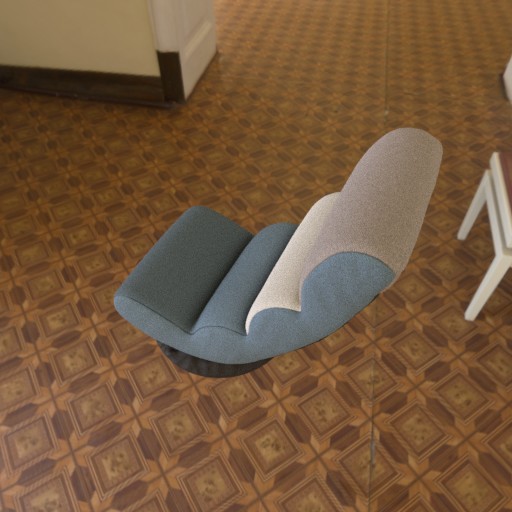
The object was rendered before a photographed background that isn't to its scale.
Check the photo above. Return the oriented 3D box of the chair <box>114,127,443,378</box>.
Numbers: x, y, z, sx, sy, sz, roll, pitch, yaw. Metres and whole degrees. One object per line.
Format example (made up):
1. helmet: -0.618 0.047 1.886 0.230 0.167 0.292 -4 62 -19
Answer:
1. chair: 0.000 0.000 1.071 0.661 0.641 0.420 19 50 17
